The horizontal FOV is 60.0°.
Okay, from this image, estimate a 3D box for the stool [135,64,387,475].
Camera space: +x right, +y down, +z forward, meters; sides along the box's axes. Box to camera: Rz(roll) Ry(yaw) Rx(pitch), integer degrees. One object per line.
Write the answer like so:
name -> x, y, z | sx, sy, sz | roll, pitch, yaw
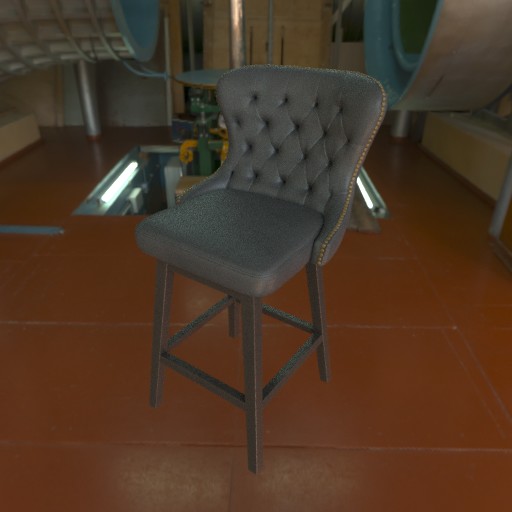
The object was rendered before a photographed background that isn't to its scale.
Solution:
stool -> 0.000, 0.000, 1.294 | 0.528, 0.971, 0.593 | 19, 35, 30
